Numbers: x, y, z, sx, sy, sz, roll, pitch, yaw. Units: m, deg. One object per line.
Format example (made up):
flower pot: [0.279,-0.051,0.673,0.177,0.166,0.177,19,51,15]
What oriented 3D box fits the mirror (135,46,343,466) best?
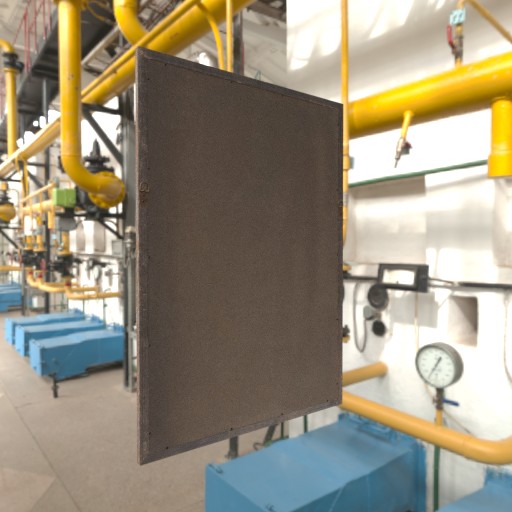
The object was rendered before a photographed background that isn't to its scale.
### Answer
mirror: [0.000,0.000,1.268,0.705,0.996,0.025,-1,1,-37]
